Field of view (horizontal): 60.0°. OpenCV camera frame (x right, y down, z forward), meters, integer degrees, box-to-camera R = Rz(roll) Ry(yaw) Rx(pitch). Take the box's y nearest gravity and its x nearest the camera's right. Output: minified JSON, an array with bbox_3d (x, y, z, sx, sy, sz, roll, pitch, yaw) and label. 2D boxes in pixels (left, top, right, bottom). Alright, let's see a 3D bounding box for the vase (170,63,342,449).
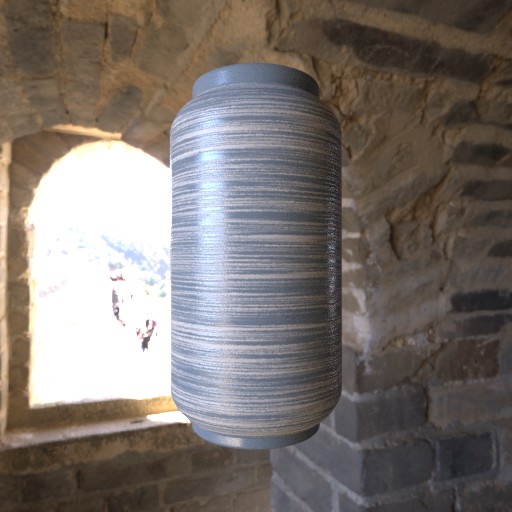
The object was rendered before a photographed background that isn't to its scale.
[{"bbox_3d":[0.000,0.000,0.305,0.116,0.230,0.116,0,-1,0],"label":"vase"}]
